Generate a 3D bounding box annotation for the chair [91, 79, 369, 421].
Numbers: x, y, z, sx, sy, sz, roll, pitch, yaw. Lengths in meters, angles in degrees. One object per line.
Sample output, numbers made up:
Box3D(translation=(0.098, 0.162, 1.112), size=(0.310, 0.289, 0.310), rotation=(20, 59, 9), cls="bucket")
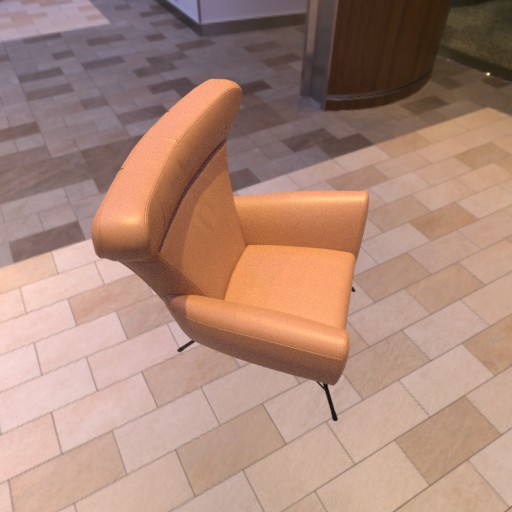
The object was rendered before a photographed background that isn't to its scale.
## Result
Box3D(translation=(0.000, 0.000, 1.813), size=(0.900, 1.050, 0.980), rotation=(11, 47, 10), cls="chair")
